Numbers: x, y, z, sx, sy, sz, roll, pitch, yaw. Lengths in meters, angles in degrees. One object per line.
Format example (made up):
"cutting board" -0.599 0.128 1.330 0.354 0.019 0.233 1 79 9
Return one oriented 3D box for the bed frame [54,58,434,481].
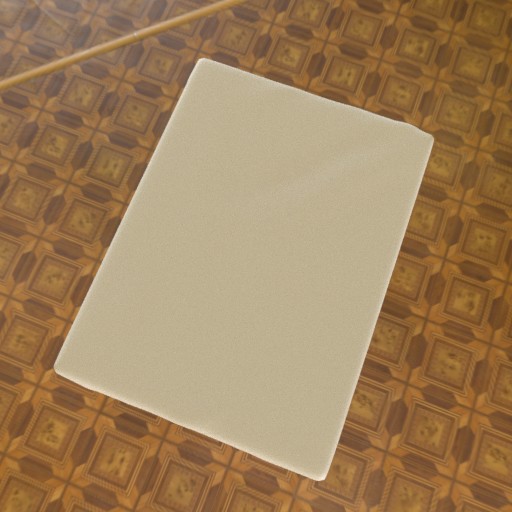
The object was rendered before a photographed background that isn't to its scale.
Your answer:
"bed frame" 0.000 0.000 2.811 1.584 0.667 2.151 20 78 5
